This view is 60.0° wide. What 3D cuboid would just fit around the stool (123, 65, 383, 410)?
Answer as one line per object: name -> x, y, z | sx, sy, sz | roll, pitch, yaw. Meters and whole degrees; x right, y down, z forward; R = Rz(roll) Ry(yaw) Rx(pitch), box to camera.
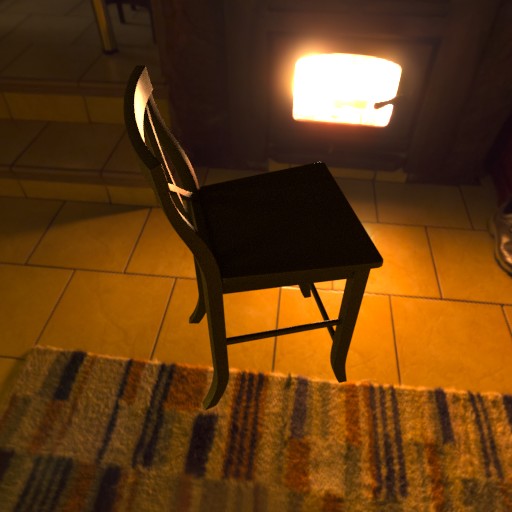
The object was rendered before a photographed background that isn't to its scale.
stool -> 0.000, 0.000, 1.304 | 0.559, 0.989, 0.452 | -10, 47, -9
